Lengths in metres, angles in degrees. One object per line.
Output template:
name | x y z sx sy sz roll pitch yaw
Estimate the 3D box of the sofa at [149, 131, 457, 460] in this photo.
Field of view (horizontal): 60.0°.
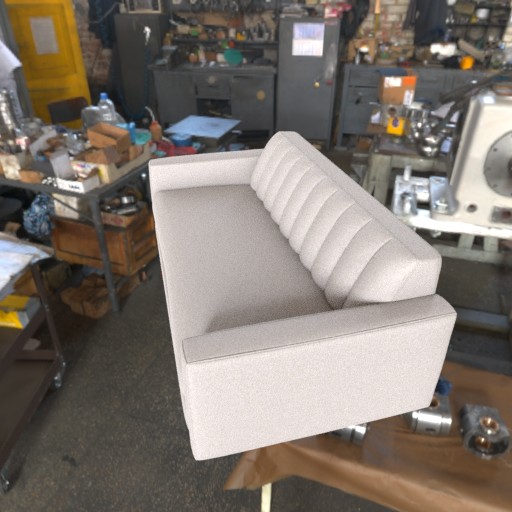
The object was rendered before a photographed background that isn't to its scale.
sofa | 0.000 0.000 2.308 0.969 0.814 1.895 -8 33 -13
